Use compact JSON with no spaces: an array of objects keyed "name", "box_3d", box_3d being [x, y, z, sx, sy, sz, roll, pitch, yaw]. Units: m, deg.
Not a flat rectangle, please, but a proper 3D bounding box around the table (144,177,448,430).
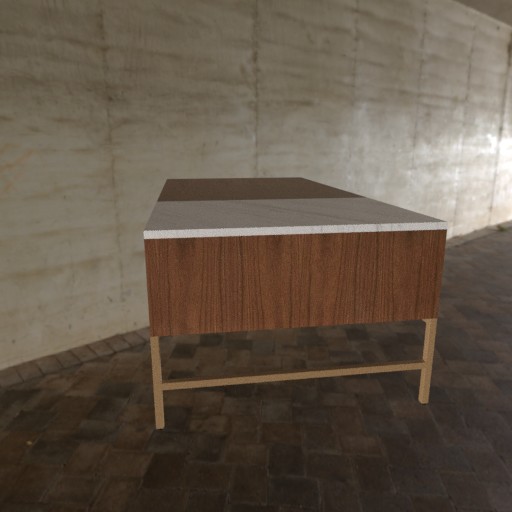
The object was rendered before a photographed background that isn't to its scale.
[{"name":"table","box_3d":[0.000,0.000,1.931,0.789,0.551,1.553,-2,15,-9]}]
